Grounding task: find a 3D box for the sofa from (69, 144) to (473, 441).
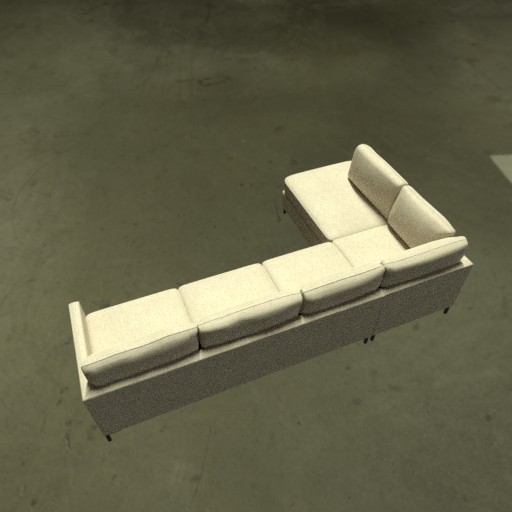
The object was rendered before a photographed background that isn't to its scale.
[{"bbox_3d":[0.000,0.000,4.273,3.384,0.996,2.048,-16,48,-15],"label":"sofa"}]
